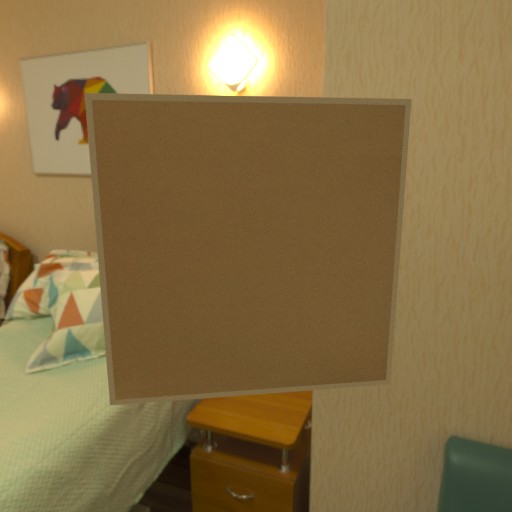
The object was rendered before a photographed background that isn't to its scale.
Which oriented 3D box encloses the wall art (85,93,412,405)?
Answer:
[{"bbox_3d":[0.000,0.000,0.817,0.557,0.557,0.012,-2,13,-8],"label":"wall art"}]
